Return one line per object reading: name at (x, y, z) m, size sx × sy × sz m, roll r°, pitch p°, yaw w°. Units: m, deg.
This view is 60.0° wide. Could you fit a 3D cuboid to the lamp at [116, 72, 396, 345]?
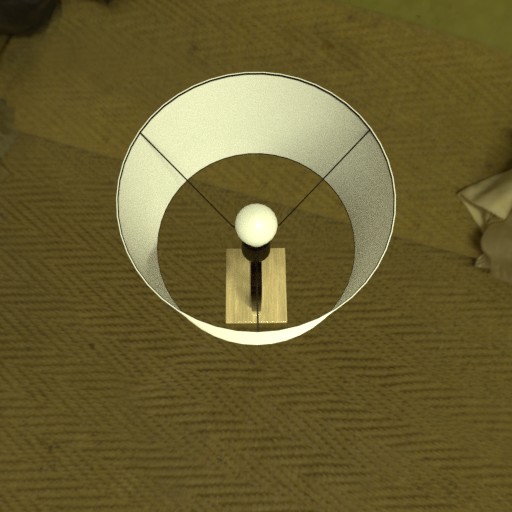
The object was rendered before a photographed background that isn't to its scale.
lamp at (0.000, 0.000, 0.688) m, size 0.279 × 0.508 × 0.279 m, roll -1°, pitch 76°, yaw 0°
